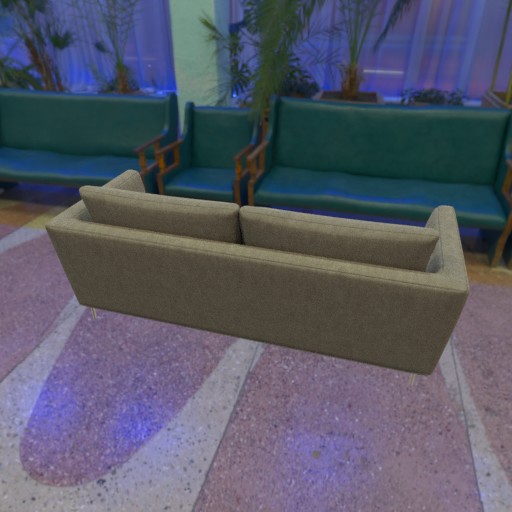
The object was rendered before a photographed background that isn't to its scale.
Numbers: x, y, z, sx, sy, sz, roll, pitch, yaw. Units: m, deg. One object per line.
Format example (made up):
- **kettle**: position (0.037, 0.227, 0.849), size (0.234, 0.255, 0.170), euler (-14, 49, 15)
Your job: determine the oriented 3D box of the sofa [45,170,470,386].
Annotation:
- **sofa**: position (0.000, 0.000, 2.567), size (2.121, 0.864, 0.889), euler (9, 32, 14)
